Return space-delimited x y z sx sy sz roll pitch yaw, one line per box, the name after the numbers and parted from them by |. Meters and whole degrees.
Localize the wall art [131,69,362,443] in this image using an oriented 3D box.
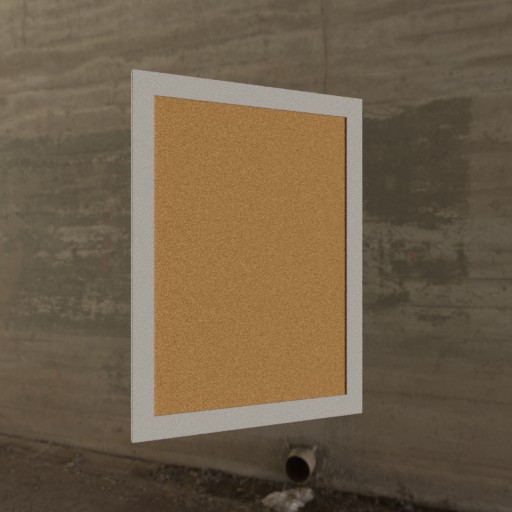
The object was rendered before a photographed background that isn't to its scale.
0.000 0.000 0.691 0.374 0.529 0.012 0 0 -19 | wall art
